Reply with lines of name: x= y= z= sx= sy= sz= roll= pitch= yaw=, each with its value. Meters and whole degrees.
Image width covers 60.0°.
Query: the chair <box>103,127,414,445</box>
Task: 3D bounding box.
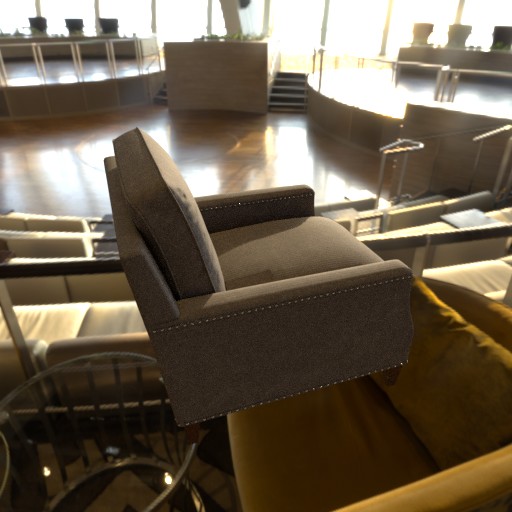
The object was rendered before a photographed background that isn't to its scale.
chair: x=0.000 y=0.000 z=1.754 sx=1.014 sy=0.948 sz=0.853 roll=-10 pitch=32 yaw=-17
